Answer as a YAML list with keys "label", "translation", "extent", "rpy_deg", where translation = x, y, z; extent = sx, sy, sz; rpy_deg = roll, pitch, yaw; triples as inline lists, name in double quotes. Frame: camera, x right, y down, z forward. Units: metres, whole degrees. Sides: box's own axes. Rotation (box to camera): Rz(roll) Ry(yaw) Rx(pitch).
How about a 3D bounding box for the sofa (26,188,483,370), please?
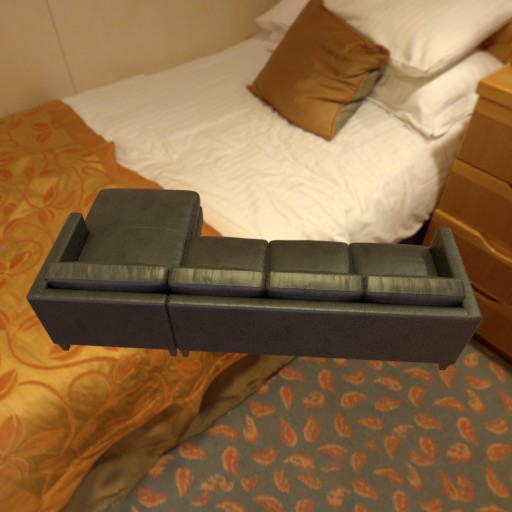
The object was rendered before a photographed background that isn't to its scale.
- label: "sofa"
  translation: [0.000, 0.000, 3.835]
  extent: [3.203, 0.883, 1.581]
  rpy_deg: [2, 47, 2]
